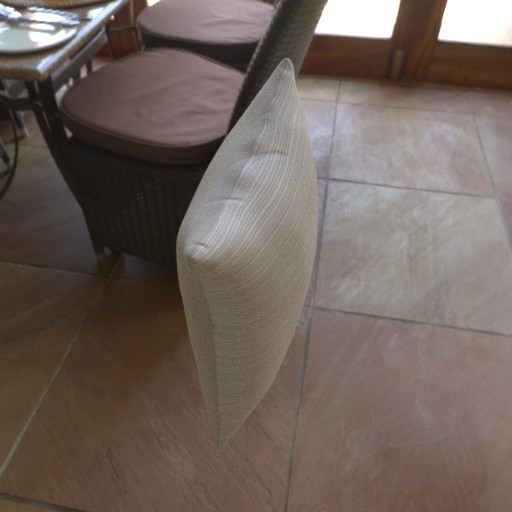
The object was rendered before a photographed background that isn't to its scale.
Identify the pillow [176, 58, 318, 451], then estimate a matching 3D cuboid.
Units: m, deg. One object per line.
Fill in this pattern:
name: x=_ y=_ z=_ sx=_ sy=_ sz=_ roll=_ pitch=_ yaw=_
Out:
pillow: x=0.000 y=0.000 z=0.783 sx=0.204 sy=0.497 sz=0.512 roll=10 pitch=47 yaw=10
